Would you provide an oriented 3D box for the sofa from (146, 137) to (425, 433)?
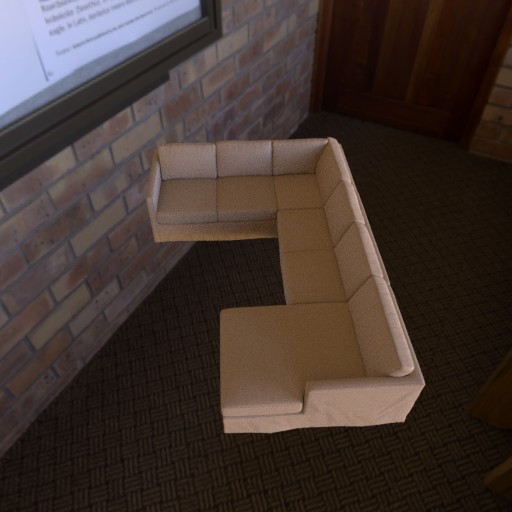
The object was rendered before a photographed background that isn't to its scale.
[{"bbox_3d":[0.000,0.000,4.725,2.427,0.882,3.460,-3,46,-2],"label":"sofa"}]
